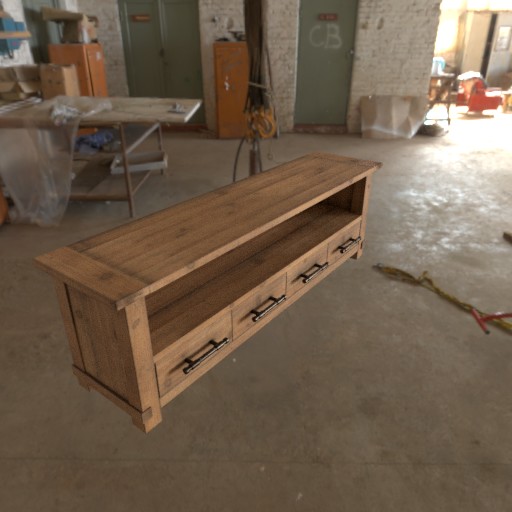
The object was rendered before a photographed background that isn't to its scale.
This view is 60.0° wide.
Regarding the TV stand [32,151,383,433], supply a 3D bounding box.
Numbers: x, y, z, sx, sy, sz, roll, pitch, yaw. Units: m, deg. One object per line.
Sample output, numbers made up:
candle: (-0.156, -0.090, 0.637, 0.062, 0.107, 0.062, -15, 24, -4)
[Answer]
TV stand: (0.000, 0.000, 2.080, 0.453, 0.573, 1.804, 19, 32, 33)
